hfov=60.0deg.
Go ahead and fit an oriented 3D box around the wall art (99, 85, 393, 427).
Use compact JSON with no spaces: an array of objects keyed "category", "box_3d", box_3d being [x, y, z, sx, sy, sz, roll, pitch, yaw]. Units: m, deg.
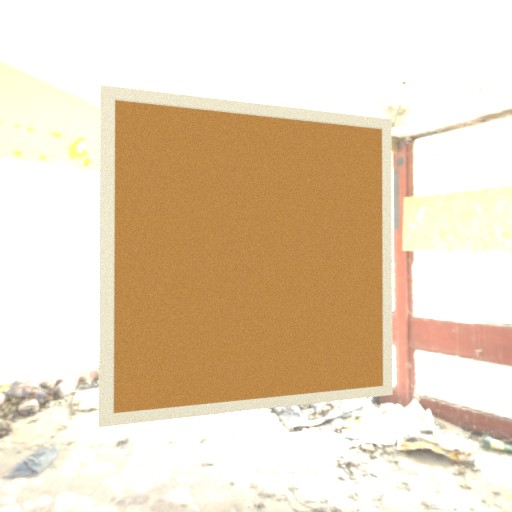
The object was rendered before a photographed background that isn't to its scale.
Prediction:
[{"category":"wall art","box_3d":[0.000,0.000,0.459,0.305,0.305,0.037,0,-1,-18]}]
